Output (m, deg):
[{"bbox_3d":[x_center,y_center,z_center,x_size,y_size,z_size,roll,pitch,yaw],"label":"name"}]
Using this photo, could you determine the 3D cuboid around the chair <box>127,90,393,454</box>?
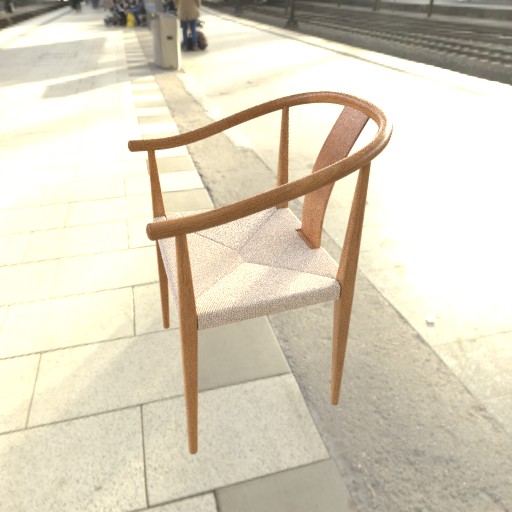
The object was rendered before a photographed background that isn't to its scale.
[{"bbox_3d":[0.000,0.000,1.219,0.579,0.800,0.556,-9,33,-15],"label":"chair"}]
